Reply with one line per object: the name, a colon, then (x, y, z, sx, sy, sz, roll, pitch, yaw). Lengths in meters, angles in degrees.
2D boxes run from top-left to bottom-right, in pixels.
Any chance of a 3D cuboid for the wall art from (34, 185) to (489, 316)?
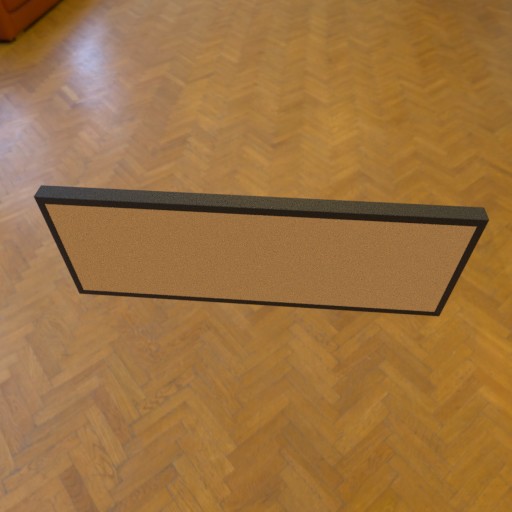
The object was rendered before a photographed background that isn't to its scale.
wall art: (0.000, 0.000, 0.958, 0.860, 0.303, 0.037, 3, 47, 3)
